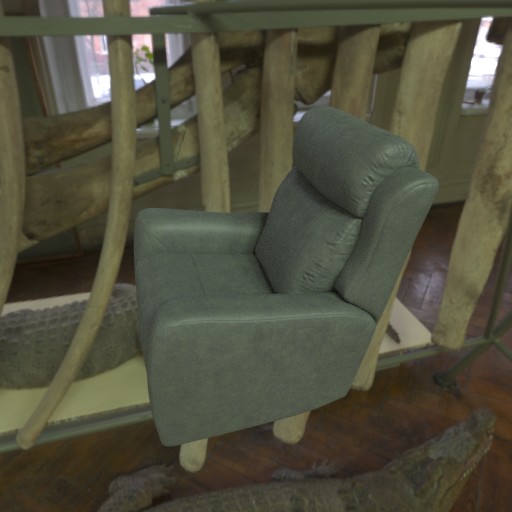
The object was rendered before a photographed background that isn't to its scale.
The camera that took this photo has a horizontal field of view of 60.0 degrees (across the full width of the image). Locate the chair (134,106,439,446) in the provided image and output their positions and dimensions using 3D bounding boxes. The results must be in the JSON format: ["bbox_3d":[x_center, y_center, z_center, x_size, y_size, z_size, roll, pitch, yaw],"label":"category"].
[{"bbox_3d":[0.000,0.000,1.940,1.068,1.116,0.965,-8,31,-14],"label":"chair"}]
